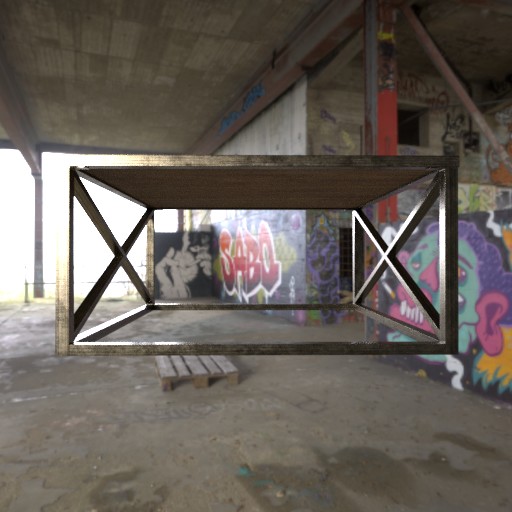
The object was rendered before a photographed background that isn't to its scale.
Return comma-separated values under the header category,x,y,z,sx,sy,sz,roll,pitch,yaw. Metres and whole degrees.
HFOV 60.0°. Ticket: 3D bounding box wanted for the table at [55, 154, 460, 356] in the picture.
category,x,y,z,sx,sy,sz,roll,pitch,yaw
table,0.000,0.000,1.445,0.909,0.451,0.899,0,0,-1
